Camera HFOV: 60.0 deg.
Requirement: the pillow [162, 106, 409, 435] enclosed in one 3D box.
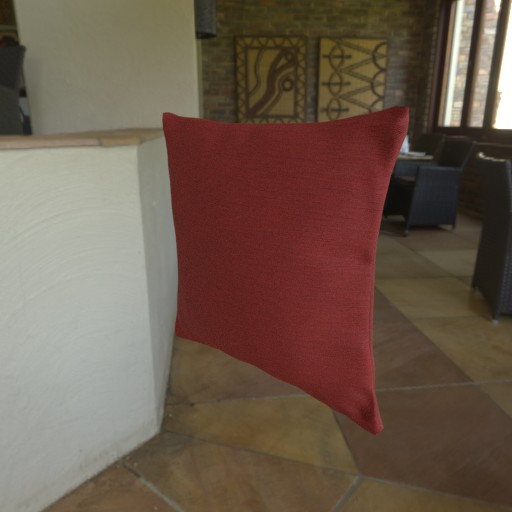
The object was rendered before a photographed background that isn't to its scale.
[{"bbox_3d":[0.000,0.000,0.661,0.435,0.416,0.151,15,22,40],"label":"pillow"}]
